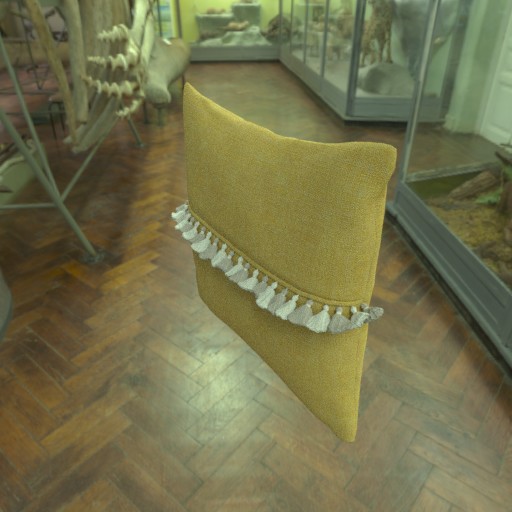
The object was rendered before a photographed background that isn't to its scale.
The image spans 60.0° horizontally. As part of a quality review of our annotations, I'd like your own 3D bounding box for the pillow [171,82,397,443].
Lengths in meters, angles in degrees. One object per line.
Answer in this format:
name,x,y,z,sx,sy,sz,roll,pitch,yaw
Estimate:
pillow,0.000,0.000,0.741,0.167,0.481,0.485,-20,37,-30
